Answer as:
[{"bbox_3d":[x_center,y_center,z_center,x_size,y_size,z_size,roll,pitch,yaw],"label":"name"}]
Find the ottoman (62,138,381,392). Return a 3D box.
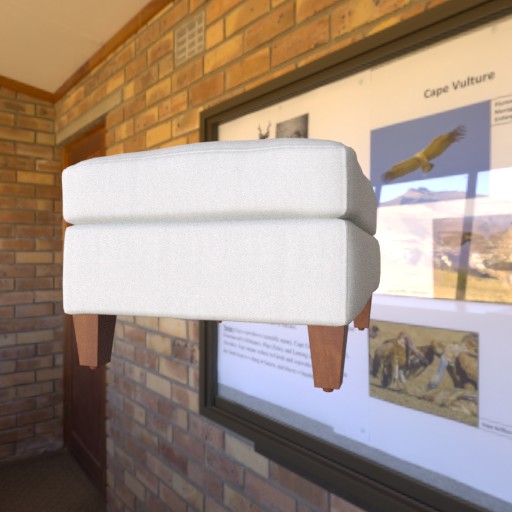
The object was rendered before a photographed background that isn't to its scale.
[{"bbox_3d":[0.000,0.000,1.225,0.634,0.496,0.818,0,0,18],"label":"ottoman"}]
